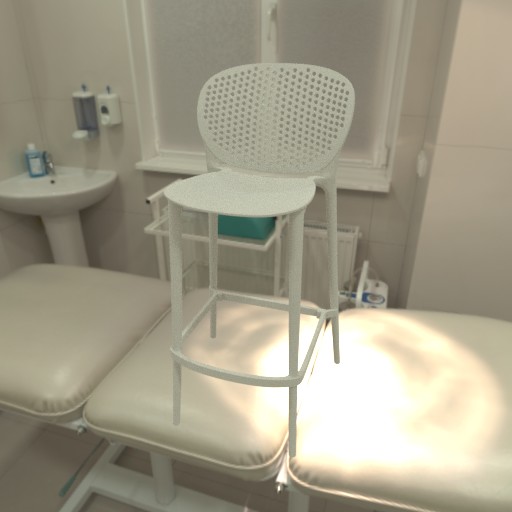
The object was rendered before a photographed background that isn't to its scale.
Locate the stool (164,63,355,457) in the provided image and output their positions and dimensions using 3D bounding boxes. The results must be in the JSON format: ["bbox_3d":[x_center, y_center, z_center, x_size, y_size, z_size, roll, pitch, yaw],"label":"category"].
[{"bbox_3d":[0.000,0.000,1.346,0.536,1.045,0.535,8,28,16],"label":"stool"}]
